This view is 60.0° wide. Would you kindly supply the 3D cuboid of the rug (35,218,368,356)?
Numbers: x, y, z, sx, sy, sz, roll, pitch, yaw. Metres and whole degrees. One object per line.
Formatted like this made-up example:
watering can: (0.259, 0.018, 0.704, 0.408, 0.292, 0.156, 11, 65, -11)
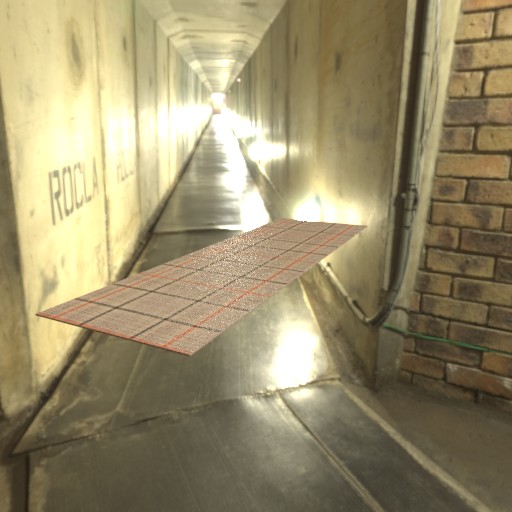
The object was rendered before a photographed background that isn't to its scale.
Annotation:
rug: (0.000, 0.000, 2.679, 0.762, 0.008, 2.439, 8, 17, 26)
